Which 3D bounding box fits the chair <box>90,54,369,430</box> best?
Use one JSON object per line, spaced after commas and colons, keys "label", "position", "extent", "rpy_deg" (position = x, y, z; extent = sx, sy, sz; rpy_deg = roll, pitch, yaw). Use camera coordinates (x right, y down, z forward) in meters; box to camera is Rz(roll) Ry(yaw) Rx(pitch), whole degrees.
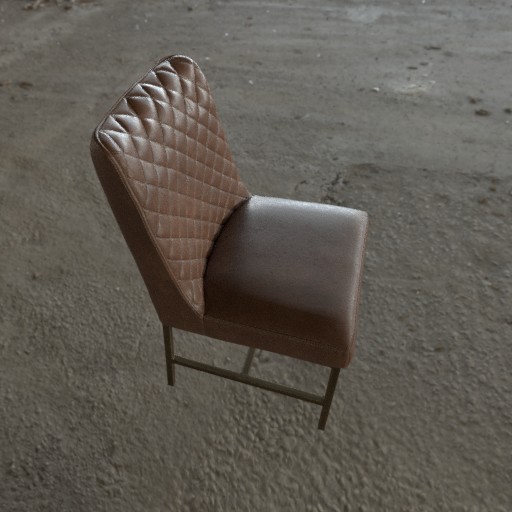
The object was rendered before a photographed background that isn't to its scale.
{"label": "chair", "position": [0.000, 0.000, 1.217], "extent": [0.587, 0.889, 0.508], "rpy_deg": [10, 47, 10]}
